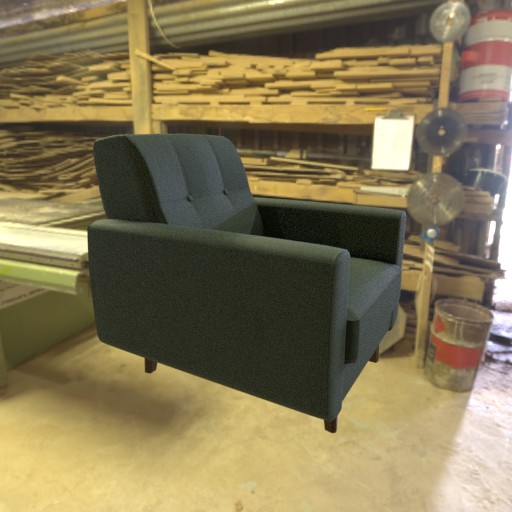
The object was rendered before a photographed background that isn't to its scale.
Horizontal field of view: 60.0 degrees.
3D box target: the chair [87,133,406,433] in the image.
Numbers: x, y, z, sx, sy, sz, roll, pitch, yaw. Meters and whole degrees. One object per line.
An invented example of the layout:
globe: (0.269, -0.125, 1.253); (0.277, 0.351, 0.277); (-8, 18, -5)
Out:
chair: (0.000, 0.000, 1.572); (0.909, 0.841, 0.831); (8, 17, 28)
